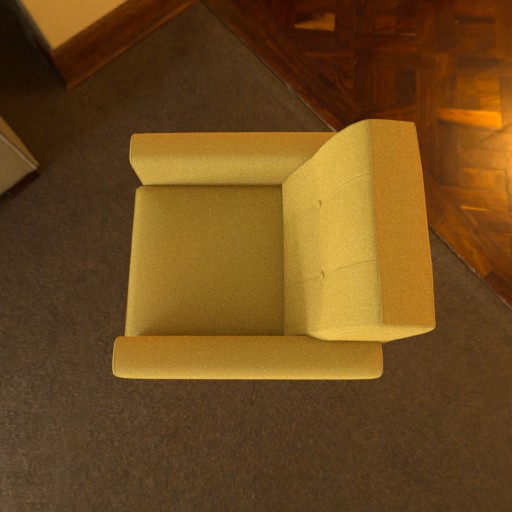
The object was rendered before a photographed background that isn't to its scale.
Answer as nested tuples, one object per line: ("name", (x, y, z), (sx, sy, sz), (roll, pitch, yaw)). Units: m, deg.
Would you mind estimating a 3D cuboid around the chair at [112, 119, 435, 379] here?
("chair", (0.000, 0.000, 1.551), (0.909, 0.841, 0.831), (0, 75, 0))
